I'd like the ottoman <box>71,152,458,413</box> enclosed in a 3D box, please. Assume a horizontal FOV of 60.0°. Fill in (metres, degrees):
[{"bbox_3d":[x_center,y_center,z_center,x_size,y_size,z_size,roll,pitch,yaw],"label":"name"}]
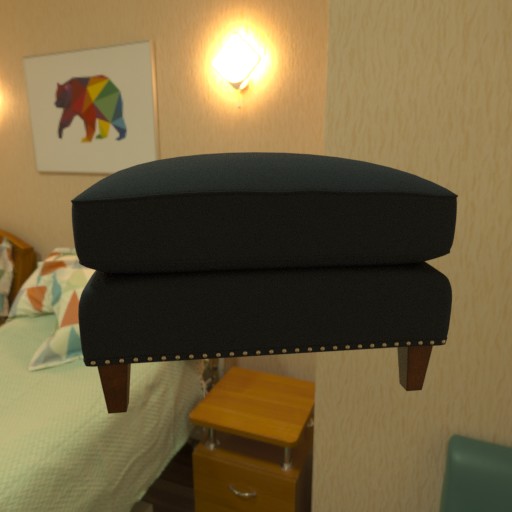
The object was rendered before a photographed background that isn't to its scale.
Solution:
[{"bbox_3d":[0.000,0.000,1.124,0.741,0.513,0.584,-2,13,-8],"label":"ottoman"}]
